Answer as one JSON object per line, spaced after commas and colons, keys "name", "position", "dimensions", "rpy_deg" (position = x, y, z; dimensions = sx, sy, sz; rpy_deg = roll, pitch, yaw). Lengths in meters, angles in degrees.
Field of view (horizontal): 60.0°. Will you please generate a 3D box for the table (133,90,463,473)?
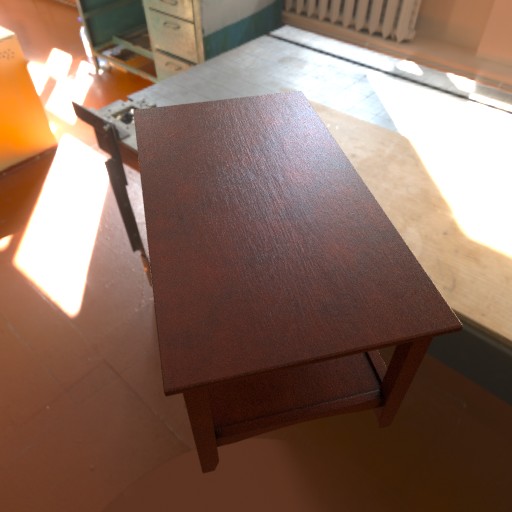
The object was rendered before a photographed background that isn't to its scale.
{"name": "table", "position": [0.000, 0.000, 1.227], "dimensions": [0.533, 0.456, 0.943], "rpy_deg": [-10, 47, -10]}
